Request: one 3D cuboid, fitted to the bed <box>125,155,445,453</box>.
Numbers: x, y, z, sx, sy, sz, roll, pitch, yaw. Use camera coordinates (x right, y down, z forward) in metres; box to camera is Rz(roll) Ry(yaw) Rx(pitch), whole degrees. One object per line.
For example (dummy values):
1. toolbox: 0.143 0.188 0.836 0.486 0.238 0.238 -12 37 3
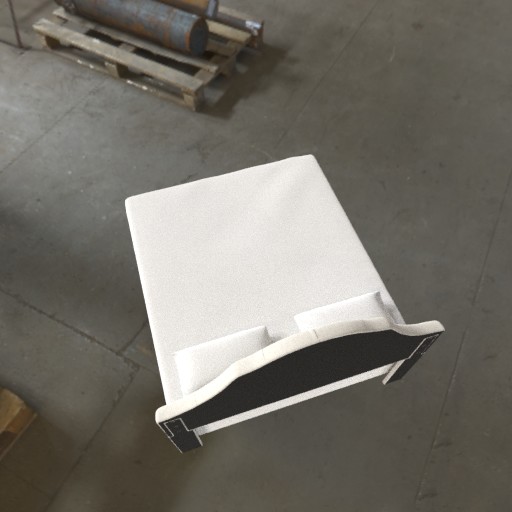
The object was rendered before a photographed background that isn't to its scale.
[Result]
1. bed: 0.000 0.000 3.586 2.008 1.615 2.214 -15 59 -9
